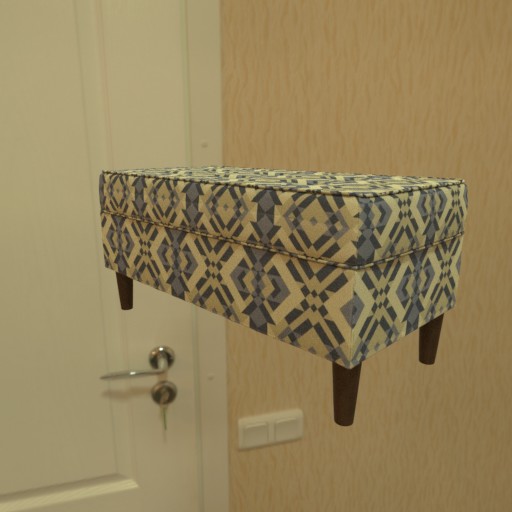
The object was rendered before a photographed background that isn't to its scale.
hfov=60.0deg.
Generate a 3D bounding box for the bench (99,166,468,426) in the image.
[{"bbox_3d":[0.000,0.000,1.308,0.492,0.477,1.016,-13,19,-43],"label":"bench"}]
